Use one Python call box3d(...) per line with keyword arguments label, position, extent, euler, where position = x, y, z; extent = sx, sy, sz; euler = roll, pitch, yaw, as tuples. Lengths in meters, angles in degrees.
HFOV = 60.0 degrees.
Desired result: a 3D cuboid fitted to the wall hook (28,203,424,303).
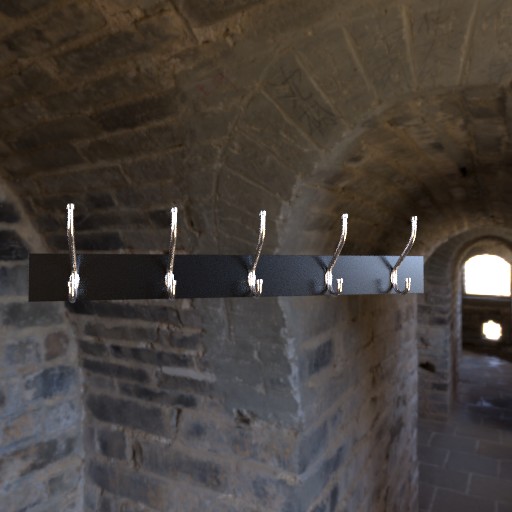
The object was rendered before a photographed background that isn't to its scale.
box3d(label="wall hook", position=(0.000, 0.000, 0.607), extent=(0.571, 0.117, 0.071), euler=(0, -1, -17))
